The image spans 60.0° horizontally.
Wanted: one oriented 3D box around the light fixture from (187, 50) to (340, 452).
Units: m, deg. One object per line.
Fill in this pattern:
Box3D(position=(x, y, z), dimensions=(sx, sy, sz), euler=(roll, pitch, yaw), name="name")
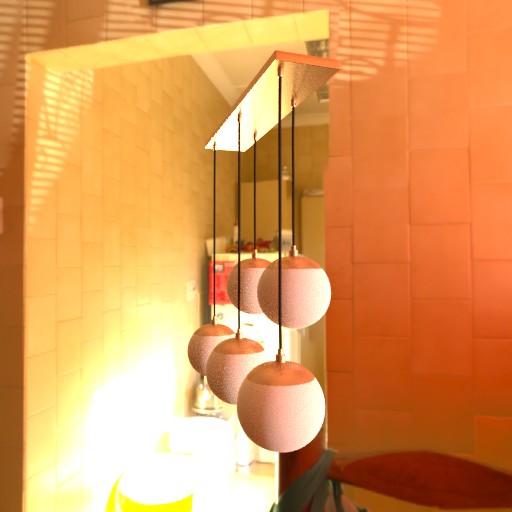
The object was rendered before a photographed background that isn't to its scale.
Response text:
Box3D(position=(0.000, 0.000, 1.326), dimensions=(0.299, 0.869, 0.863), euler=(0, -1, -18), name="light fixture")
